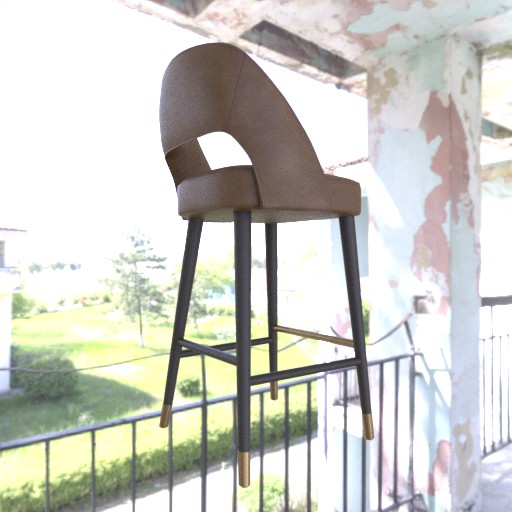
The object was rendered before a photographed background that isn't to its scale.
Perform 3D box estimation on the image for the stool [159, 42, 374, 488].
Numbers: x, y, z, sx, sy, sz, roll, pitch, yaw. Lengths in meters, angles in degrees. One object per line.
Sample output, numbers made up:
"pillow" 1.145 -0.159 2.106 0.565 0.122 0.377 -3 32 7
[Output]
"stool" 0.000 0.000 1.283 0.509 1.037 0.494 0 0 -37
